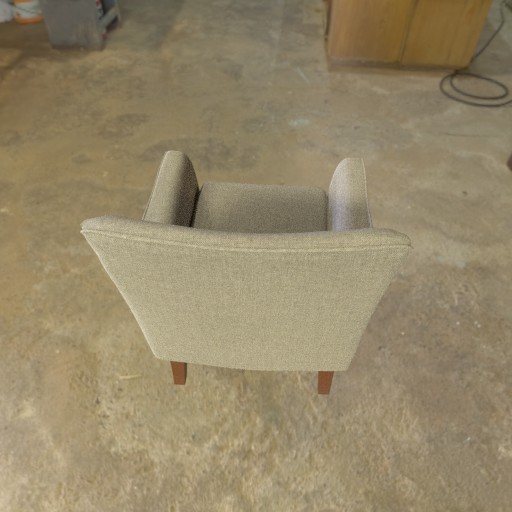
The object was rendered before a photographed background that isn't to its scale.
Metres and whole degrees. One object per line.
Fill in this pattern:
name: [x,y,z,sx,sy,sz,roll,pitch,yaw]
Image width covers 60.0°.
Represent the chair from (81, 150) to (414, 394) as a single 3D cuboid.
chair: [0.000,0.000,1.774,0.887,1.047,0.993,3,45,3]
